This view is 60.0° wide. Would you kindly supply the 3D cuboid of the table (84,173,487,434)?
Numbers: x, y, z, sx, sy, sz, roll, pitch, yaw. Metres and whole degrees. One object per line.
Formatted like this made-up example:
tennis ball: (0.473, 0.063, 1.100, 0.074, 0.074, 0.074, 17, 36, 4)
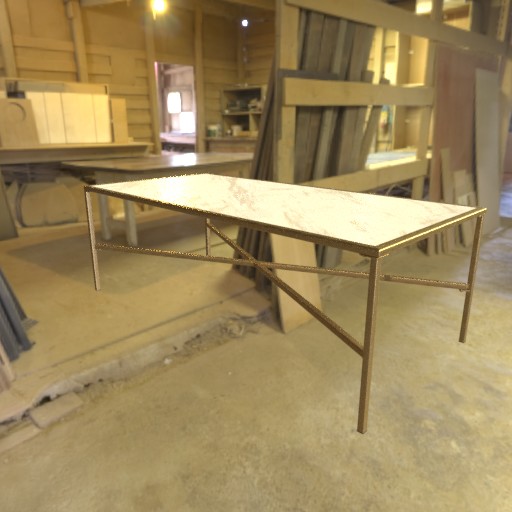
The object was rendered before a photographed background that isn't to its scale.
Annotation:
table: (0.000, 0.000, 1.470, 1.197, 0.405, 0.577, 16, 23, 42)
